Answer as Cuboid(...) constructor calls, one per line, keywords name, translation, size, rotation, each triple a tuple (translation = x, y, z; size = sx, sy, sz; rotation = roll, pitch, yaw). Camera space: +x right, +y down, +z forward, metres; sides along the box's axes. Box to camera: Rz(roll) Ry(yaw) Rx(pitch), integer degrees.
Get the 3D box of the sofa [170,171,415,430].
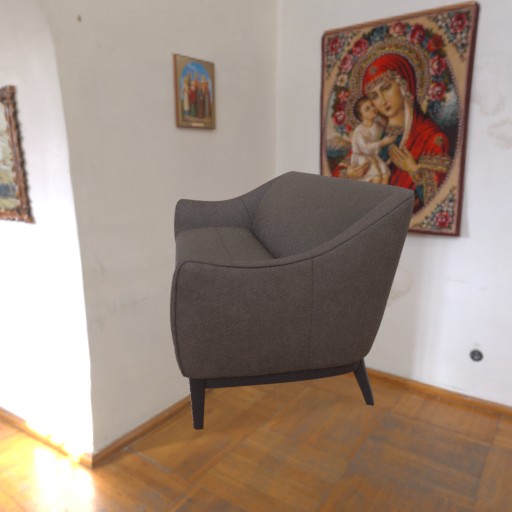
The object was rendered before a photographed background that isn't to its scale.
Cuboid(name="sofa", translation=(0.000, 0.000, 2.355), size=(0.869, 0.831, 1.928), rotation=(-2, 13, -10))
